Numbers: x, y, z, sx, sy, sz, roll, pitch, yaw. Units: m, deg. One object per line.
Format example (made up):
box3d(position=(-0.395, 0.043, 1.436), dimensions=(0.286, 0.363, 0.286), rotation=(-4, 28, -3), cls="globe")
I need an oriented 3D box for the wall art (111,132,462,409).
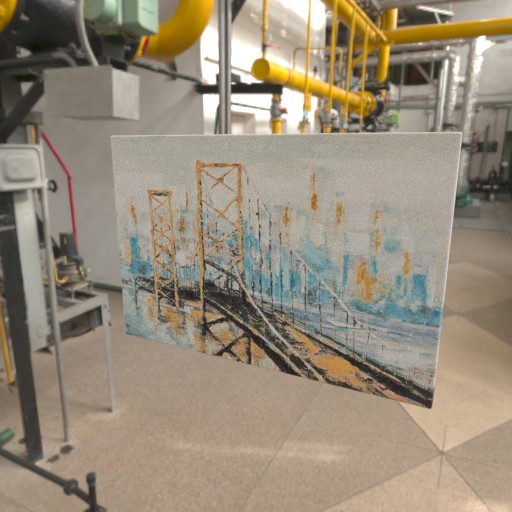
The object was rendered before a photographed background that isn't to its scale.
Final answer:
box3d(position=(0.000, 0.000, 1.150), dimensions=(0.913, 0.609, 0.038), rotation=(7, 16, 26), cls="wall art")
